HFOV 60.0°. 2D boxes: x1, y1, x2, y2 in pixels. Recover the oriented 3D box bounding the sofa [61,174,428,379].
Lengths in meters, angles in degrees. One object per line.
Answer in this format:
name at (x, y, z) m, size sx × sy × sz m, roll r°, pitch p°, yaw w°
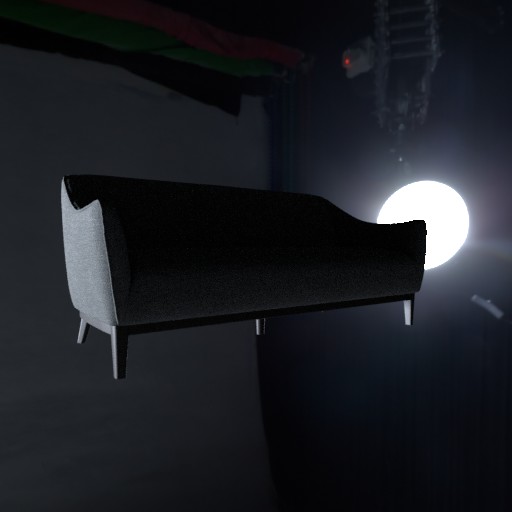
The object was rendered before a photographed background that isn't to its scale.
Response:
sofa at (0.000, 0.000, 2.375) m, size 1.928 × 0.829 × 0.867 m, roll -1°, pitch 2°, yaw -37°
